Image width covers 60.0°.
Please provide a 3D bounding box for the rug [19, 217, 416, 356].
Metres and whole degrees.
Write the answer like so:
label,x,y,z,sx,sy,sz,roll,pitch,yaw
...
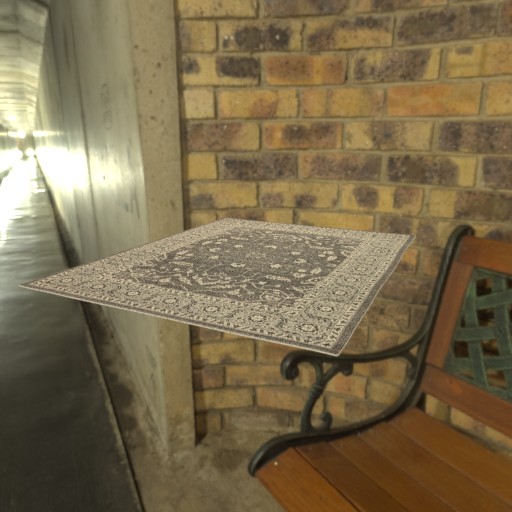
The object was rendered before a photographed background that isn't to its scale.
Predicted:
label,x,y,z,sx,sy,sz,roll,pitch,yaw
rug,0.000,0.000,4.099,2.451,0.026,3.069,7,17,25
